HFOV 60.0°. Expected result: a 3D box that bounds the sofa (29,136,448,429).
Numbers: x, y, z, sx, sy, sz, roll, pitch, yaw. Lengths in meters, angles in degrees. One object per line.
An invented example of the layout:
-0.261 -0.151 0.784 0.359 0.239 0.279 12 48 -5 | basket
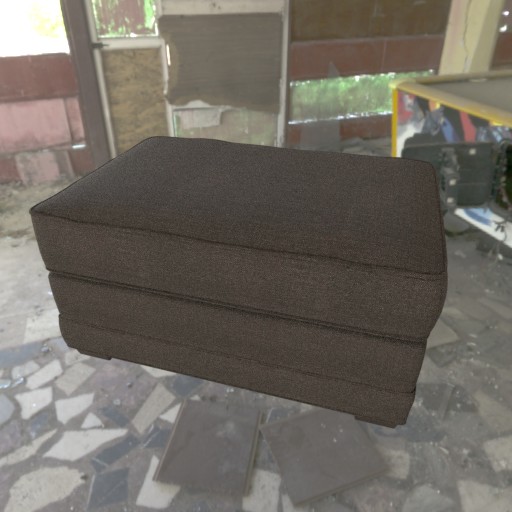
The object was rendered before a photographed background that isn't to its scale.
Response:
0.000 0.000 1.158 0.854 0.457 0.578 9 33 14 | sofa
